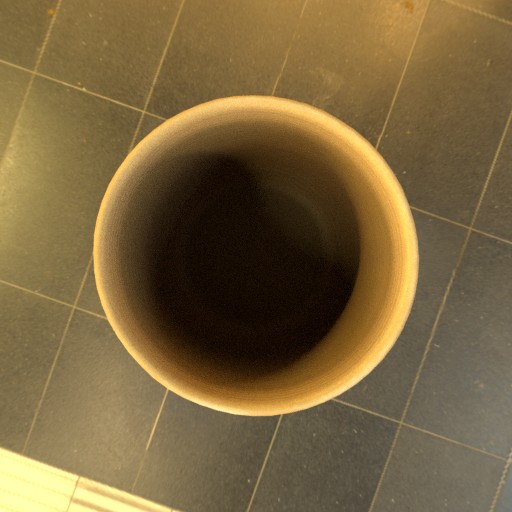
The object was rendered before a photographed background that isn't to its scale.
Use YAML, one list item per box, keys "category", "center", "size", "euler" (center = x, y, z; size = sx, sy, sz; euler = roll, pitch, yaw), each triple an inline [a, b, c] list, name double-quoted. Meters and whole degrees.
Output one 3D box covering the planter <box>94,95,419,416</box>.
- category: "planter"
  center: [0.000, 0.000, 0.295]
  size: [0.170, 0.152, 0.170]
  euler: [0, 90, 0]
